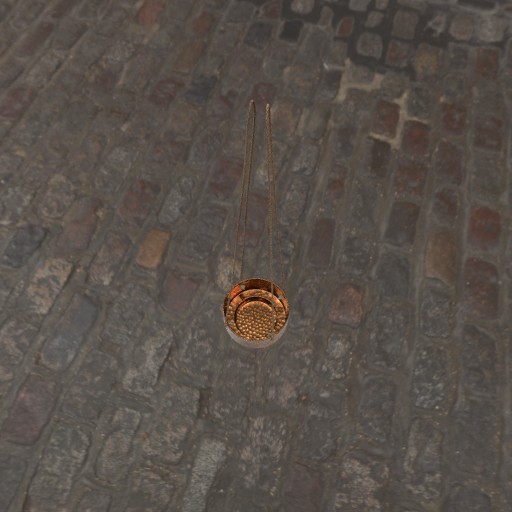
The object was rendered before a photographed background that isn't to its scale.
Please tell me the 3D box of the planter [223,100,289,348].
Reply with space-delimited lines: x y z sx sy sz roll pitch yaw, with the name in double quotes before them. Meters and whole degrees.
"planter" 0.000 0.000 1.122 0.223 1.030 0.223 15 64 7
